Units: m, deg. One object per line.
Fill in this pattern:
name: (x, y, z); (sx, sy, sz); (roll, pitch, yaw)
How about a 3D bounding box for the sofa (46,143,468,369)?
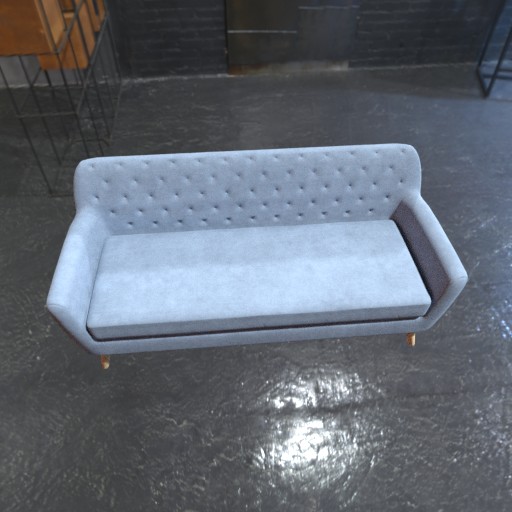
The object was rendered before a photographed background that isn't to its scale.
sofa: (0.000, 0.000, 2.413); (1.970, 0.830, 0.830); (-4, 46, -3)
